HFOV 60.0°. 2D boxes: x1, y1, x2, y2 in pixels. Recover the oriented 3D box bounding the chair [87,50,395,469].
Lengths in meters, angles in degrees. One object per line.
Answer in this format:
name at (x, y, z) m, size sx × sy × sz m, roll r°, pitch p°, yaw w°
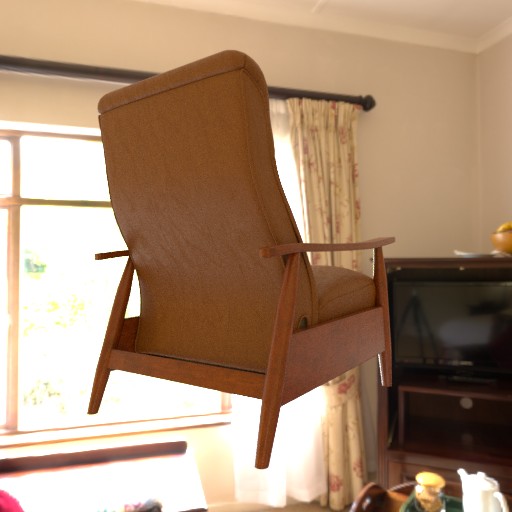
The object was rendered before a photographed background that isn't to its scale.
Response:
chair at (0.000, 0.000, 1.709) m, size 0.762 × 1.082 × 1.014 m, roll -1°, pitch -2°, yaw 35°
